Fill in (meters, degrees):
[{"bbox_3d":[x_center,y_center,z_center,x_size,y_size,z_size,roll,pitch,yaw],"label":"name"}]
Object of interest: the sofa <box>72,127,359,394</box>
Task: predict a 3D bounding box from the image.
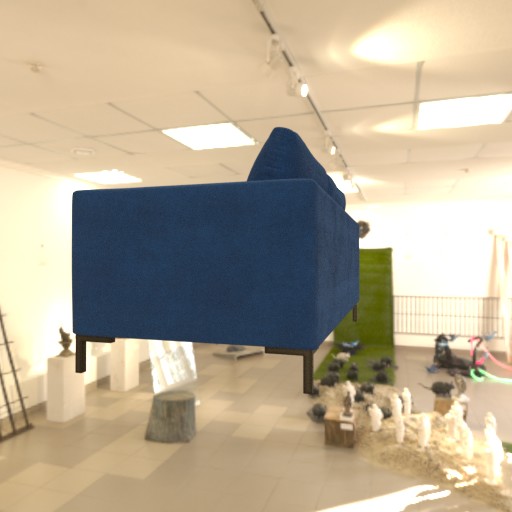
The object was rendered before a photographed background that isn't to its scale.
[{"bbox_3d":[0.000,0.000,2.178,0.875,0.817,1.676,0,-1,17],"label":"sofa"}]
